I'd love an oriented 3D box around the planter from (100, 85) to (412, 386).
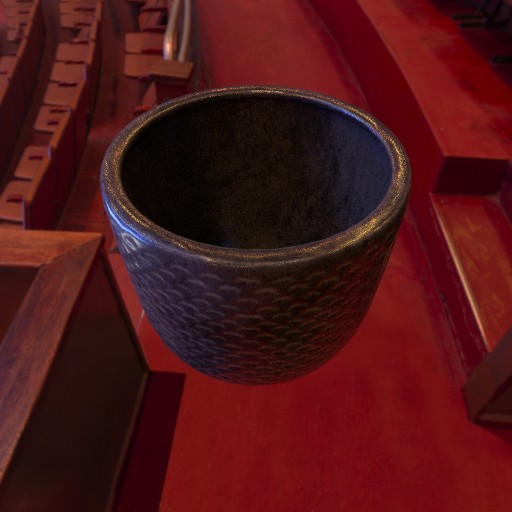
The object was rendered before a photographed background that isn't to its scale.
[{"bbox_3d":[0.000,0.000,0.351,0.197,0.191,0.197,0,46,0],"label":"planter"}]
